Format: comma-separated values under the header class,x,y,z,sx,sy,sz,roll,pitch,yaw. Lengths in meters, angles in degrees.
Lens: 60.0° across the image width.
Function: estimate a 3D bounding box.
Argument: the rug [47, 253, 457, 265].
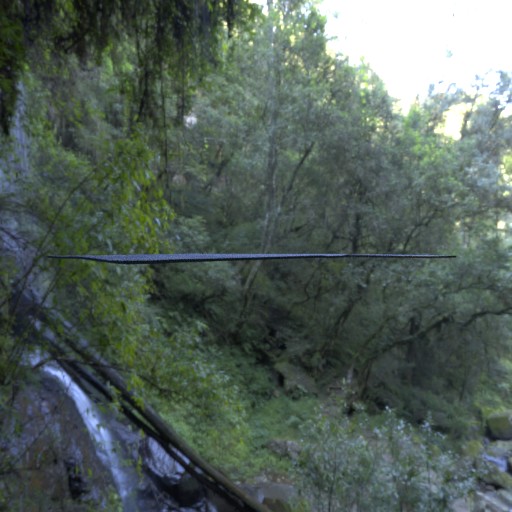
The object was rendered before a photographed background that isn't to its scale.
class,x,y,z,sx,sy,sz,roll,pitch,yaw
rug,0.000,0.000,2.300,1.793,0.025,1.159,-1,1,-35
